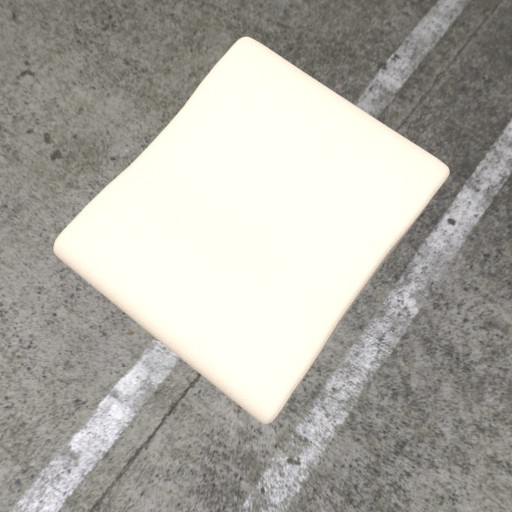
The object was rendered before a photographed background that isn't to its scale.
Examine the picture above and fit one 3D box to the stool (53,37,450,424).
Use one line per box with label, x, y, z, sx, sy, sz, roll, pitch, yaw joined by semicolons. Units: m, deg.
stool;0.000;0.000;0.932;0.401;0.609;0.471;37;79;9
